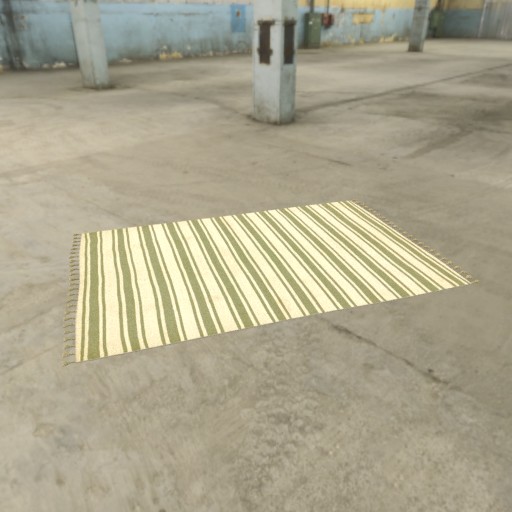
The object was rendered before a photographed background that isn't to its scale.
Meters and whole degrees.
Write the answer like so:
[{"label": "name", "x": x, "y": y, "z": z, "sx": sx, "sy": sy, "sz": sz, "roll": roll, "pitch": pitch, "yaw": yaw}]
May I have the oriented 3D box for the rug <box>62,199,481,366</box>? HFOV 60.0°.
[{"label": "rug", "x": 0.000, "y": 0.000, "z": 3.038, "sx": 2.435, "sy": 0.018, "sz": 1.540, "roll": -9, "pitch": 29, "yaw": -16}]
